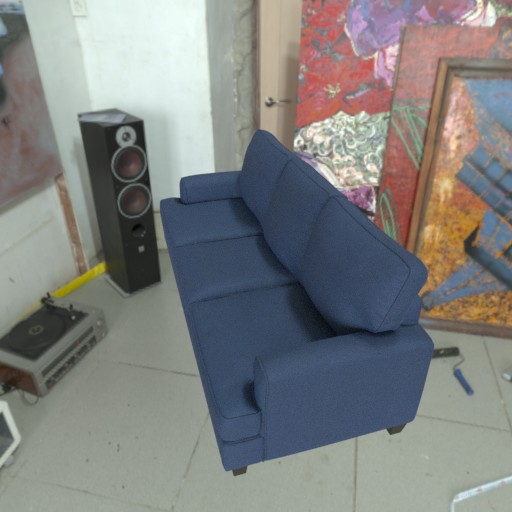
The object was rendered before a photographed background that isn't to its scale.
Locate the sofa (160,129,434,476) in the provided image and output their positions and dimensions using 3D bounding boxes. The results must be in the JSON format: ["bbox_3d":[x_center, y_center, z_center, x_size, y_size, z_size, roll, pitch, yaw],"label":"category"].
[{"bbox_3d":[0.000,0.000,2.639,0.951,0.965,2.158,-9,32,-14],"label":"sofa"}]
